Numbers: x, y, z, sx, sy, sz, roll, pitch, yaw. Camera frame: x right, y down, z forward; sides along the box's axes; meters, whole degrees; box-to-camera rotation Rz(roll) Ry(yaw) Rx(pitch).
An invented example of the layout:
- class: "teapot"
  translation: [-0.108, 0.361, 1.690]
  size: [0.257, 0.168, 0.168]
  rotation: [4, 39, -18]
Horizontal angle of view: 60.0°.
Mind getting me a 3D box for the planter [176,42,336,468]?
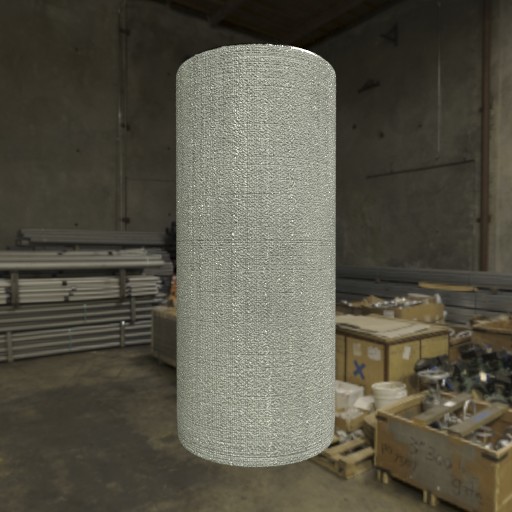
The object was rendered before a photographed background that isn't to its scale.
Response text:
- class: "planter"
  translation: [0.000, 0.000, 0.129]
  size: [0.045, 0.103, 0.045]
  rotation: [-1, 1, -35]
